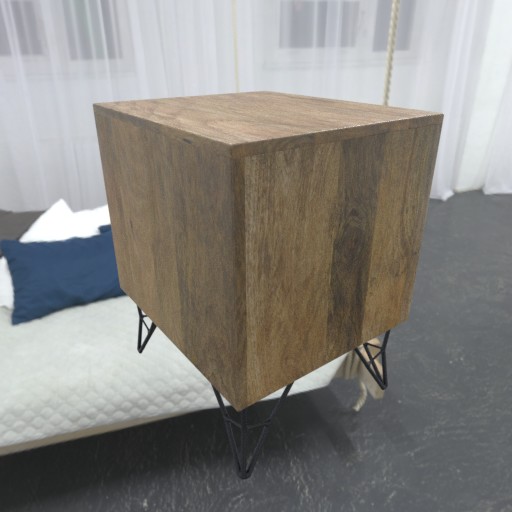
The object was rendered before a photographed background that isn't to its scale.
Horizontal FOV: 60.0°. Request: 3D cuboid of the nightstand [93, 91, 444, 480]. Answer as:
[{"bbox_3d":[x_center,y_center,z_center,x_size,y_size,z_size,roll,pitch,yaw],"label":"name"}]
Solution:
[{"bbox_3d":[0.000,0.000,0.874,0.406,0.559,0.457,-18,31,-33],"label":"nightstand"}]
